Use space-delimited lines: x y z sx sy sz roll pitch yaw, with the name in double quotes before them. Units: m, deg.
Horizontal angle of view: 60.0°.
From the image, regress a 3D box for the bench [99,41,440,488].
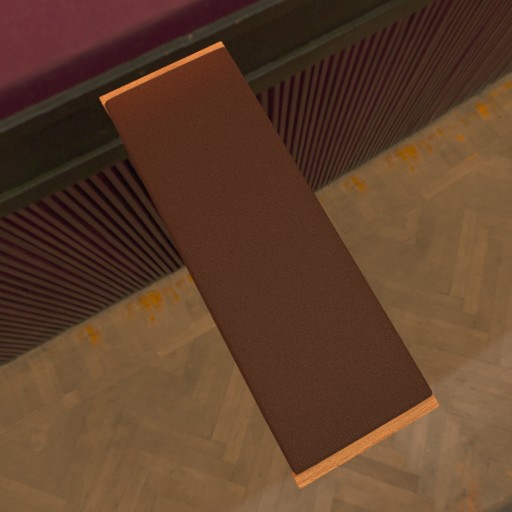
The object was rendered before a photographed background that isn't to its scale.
"bench" 0.000 0.000 1.408 0.405 0.480 1.200 -28 79 -6
